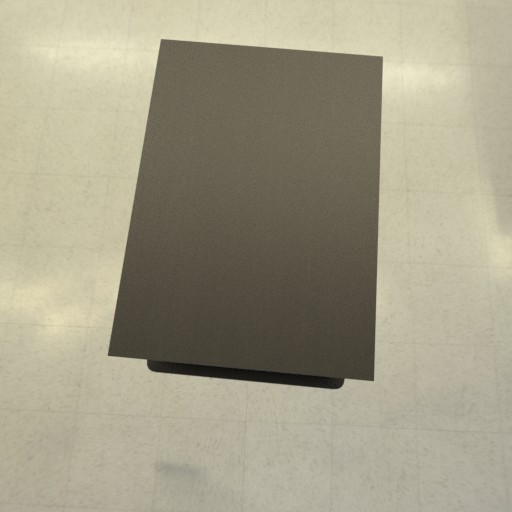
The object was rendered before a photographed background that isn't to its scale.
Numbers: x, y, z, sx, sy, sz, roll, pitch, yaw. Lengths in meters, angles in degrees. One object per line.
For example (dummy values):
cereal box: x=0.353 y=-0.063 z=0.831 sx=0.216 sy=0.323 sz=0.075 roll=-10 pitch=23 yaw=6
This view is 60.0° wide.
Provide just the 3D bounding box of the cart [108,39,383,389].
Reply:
cart: x=0.000 y=0.000 z=1.251 sx=0.456 sy=0.879 sz=0.660 roll=5 pitch=76 yaw=1
